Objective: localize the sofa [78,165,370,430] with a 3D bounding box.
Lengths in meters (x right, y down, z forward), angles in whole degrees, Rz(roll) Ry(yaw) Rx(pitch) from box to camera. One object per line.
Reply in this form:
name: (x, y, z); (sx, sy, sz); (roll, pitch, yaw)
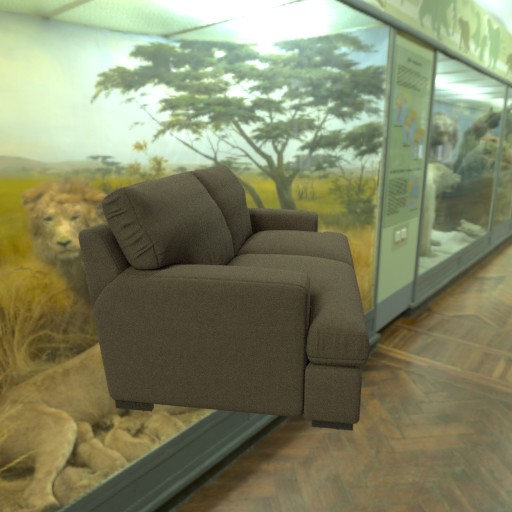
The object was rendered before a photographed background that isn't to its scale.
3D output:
sofa: (0.000, 0.000, 2.555); (1.140, 0.950, 1.869); (2, 15, 9)
